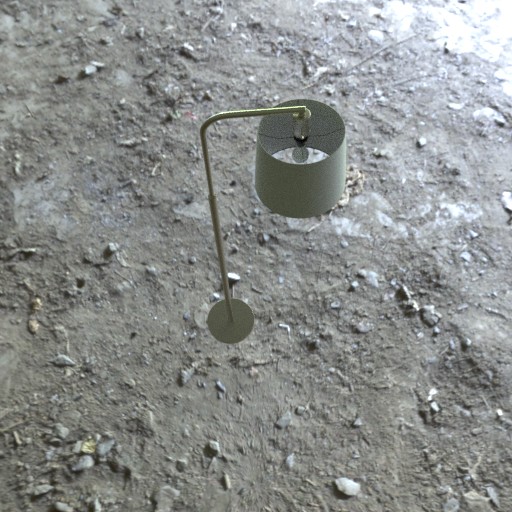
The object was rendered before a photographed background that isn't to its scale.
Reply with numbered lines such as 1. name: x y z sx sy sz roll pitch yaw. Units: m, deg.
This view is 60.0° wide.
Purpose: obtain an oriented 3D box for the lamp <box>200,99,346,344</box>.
1. lamp: 0.000 0.000 1.677 0.508 1.478 0.254 -1 63 -1
